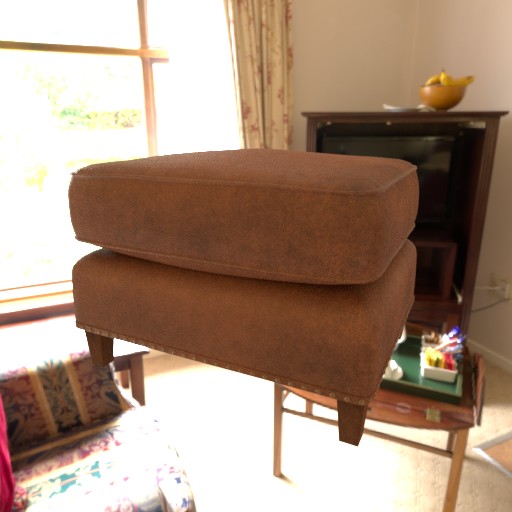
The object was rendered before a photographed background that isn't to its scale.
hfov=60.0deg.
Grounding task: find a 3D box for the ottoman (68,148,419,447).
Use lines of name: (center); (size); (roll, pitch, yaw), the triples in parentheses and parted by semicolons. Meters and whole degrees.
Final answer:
ottoman: (0.000, 0.000, 1.138); (0.738, 0.537, 0.589); (8, 19, 25)
